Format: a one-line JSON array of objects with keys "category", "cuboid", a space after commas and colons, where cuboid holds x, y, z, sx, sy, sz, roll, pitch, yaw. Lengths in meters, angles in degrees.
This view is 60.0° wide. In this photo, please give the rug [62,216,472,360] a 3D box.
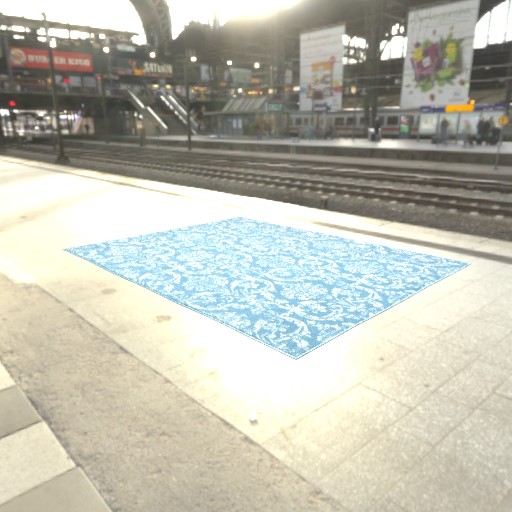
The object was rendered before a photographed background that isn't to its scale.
[{"category": "rug", "cuboid": [0.000, 0.000, 4.096, 2.363, 0.012, 2.980, -16, 23, -42]}]
